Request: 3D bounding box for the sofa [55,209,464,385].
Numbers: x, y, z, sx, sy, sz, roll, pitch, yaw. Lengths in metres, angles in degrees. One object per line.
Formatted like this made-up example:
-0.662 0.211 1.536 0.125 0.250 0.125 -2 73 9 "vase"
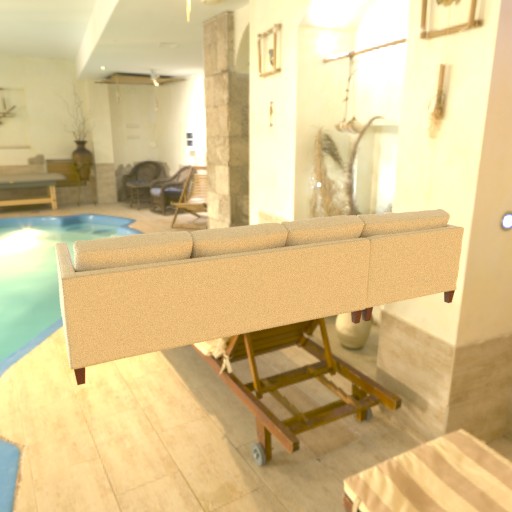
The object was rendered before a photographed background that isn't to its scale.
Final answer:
0.000 0.000 3.868 3.186 0.846 1.625 -7 17 -25 "sofa"
